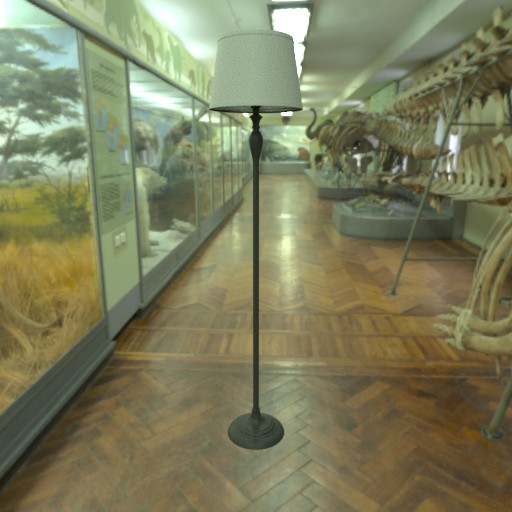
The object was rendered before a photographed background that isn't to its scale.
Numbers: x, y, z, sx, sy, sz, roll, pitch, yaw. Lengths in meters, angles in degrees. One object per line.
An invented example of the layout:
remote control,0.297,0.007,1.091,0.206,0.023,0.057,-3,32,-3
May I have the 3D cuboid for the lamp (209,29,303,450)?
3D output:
lamp,0.000,0.000,1.671,0.327,1.506,0.327,-7,15,-26
